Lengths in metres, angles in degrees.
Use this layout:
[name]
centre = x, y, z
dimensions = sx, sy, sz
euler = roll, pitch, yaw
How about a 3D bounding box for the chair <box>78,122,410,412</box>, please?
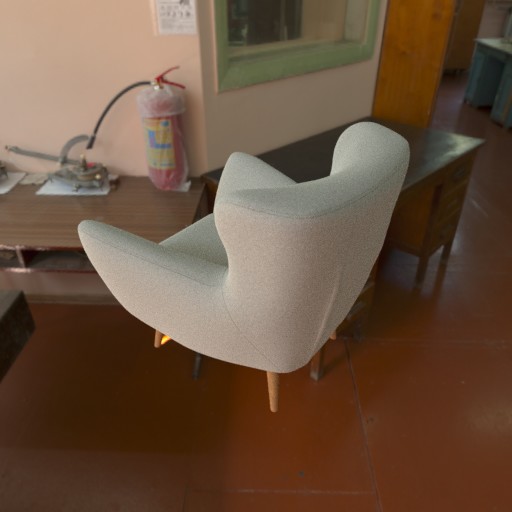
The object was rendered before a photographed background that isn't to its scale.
[chair]
centre = 0.000, 0.000, 1.631
dimensions = 0.889, 0.889, 0.890
euler = 21, 38, 29
